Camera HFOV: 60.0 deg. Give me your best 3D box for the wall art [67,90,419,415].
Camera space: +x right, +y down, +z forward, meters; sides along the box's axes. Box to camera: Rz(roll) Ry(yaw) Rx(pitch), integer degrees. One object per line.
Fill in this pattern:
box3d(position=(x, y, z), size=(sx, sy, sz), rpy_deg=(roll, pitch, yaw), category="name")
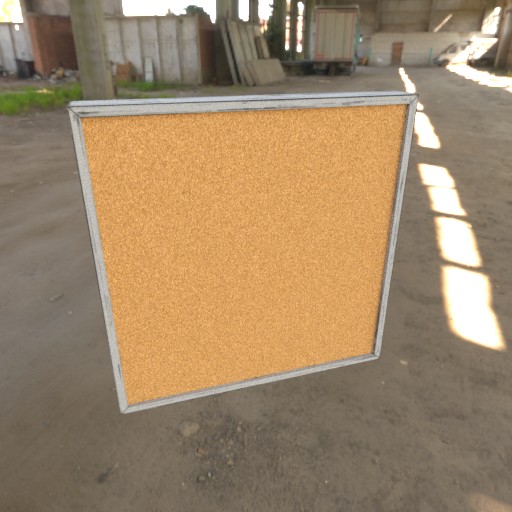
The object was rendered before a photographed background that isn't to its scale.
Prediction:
box3d(position=(0.000, 0.000, 0.448), size=(0.303, 0.303, 0.036), rpy_deg=(-8, 27, -16), category="wall art")
